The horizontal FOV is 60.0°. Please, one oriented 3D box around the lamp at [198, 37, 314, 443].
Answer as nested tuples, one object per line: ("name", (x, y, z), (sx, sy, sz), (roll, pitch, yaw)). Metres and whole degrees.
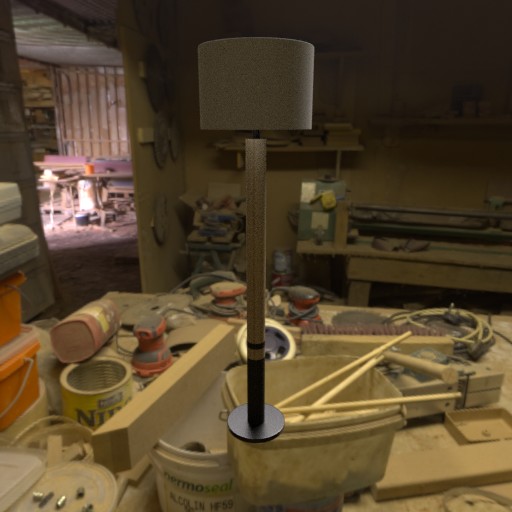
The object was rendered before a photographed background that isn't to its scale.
("lamp", (0.000, 0.000, 1.665), (0.381, 1.478, 0.381), (3, 17, 9))
